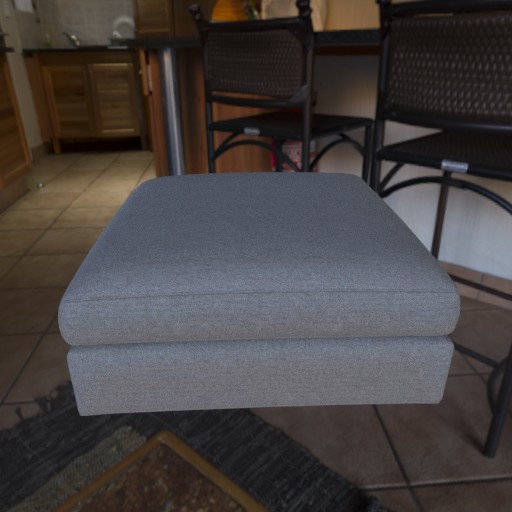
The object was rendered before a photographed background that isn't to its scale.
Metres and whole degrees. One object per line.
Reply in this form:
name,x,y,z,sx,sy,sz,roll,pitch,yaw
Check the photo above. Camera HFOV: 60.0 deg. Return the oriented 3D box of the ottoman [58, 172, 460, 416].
ottoman,0.000,0.000,1.596,1.041,0.470,1.041,-1,26,-2
